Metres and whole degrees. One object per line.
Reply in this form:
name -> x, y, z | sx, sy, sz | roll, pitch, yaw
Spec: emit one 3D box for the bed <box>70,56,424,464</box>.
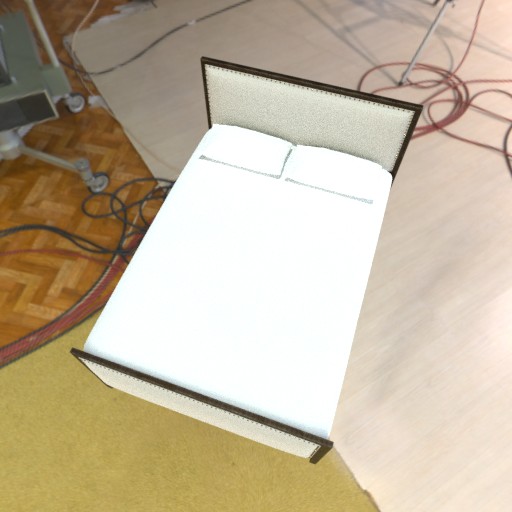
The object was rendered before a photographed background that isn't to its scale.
bed -> 0.000, 0.000, 3.128 | 1.607, 1.313, 2.221 | 17, 60, 10
